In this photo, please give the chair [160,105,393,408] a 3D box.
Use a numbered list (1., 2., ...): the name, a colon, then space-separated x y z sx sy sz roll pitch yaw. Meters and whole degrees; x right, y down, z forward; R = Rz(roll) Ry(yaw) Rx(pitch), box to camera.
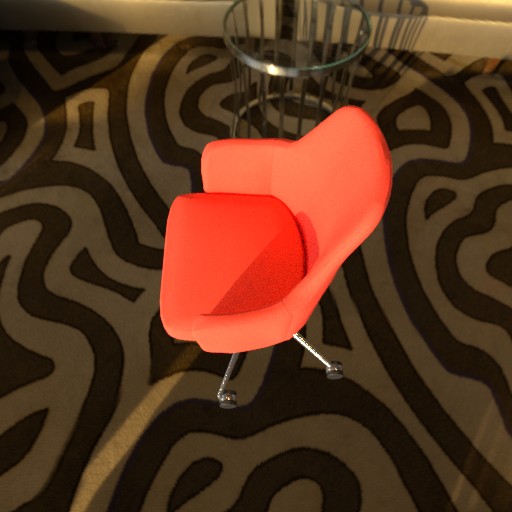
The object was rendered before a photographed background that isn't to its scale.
1. chair: 0.000 0.000 1.265 0.600 0.820 0.655 -1 58 -1
